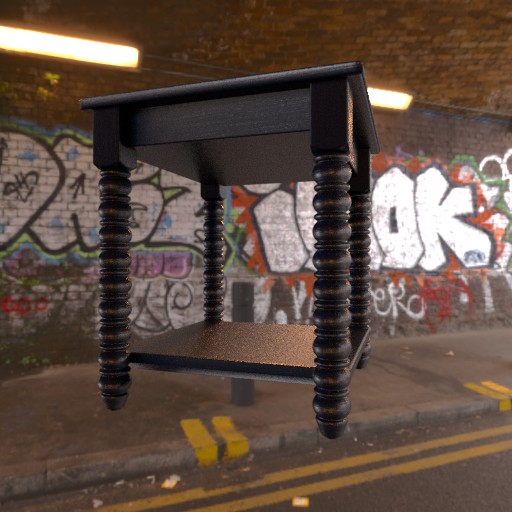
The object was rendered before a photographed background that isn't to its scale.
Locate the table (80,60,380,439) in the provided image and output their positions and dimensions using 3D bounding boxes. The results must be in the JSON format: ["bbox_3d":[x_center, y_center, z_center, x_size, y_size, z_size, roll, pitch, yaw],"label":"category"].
[{"bbox_3d":[0.000,0.000,0.969,0.500,0.567,0.533,0,0,18],"label":"table"}]
